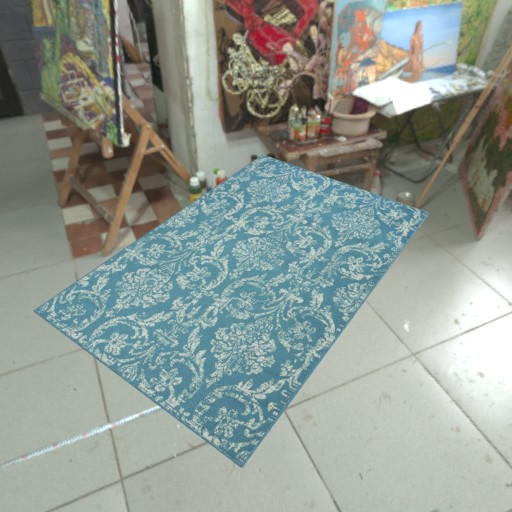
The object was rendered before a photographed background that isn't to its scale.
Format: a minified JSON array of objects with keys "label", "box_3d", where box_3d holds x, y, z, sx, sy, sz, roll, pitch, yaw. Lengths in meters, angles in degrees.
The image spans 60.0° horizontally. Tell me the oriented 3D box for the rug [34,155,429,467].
[{"label":"rug","box_3d":[0.000,0.000,3.502,1.816,0.018,2.746,26,47,26]}]
